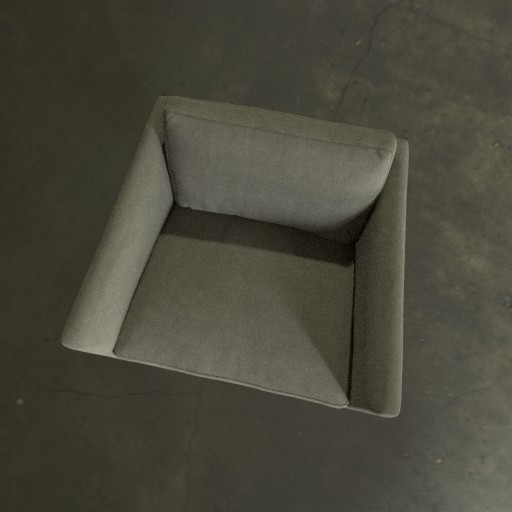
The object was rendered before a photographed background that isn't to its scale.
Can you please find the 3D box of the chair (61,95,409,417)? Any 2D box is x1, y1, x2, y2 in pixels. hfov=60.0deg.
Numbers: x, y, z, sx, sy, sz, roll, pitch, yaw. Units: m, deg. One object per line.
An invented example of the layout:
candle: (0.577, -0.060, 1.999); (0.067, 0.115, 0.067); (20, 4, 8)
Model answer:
chair: (0.000, 0.000, 1.878); (1.190, 0.845, 1.091); (11, 74, 3)
